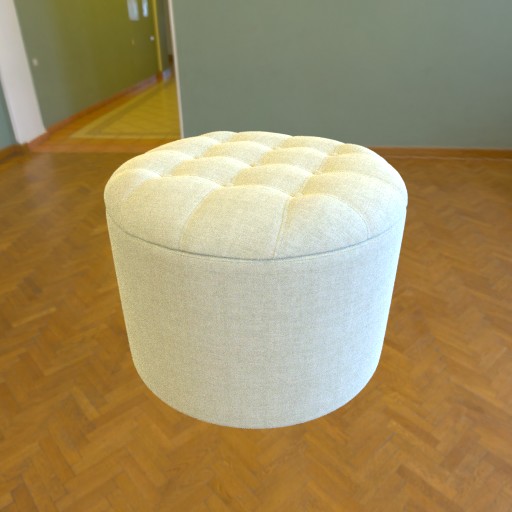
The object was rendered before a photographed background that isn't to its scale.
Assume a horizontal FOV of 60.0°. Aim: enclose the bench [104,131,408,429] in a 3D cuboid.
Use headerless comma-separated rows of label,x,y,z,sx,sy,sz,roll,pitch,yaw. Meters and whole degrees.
bench,0.000,0.000,0.991,0.600,0.453,0.600,0,29,0
